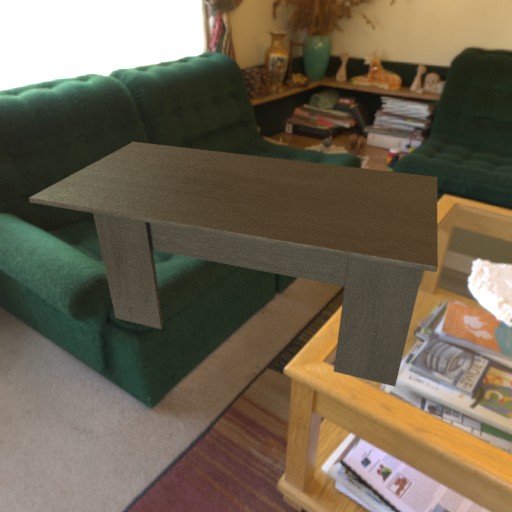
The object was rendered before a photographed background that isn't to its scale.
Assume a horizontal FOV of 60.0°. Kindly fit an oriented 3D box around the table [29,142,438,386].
[{"bbox_3d":[0.000,0.000,1.443,1.000,0.570,0.711,10,33,16],"label":"table"}]
